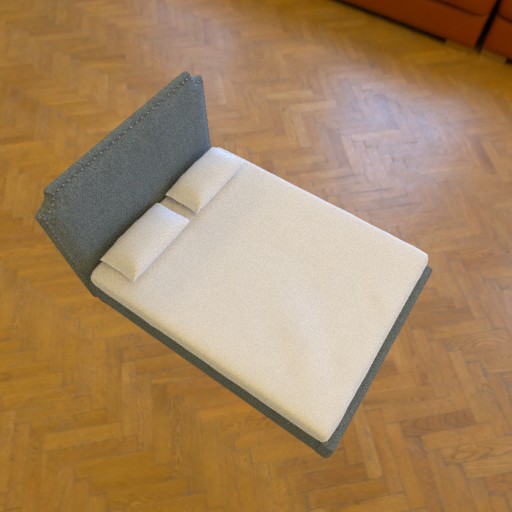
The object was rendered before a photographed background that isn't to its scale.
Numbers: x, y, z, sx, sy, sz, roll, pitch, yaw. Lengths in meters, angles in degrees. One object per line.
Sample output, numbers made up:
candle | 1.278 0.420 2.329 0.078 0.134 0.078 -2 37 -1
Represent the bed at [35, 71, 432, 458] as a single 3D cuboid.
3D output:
bed | 0.000 0.000 3.382 2.372 1.443 1.712 30 64 17
